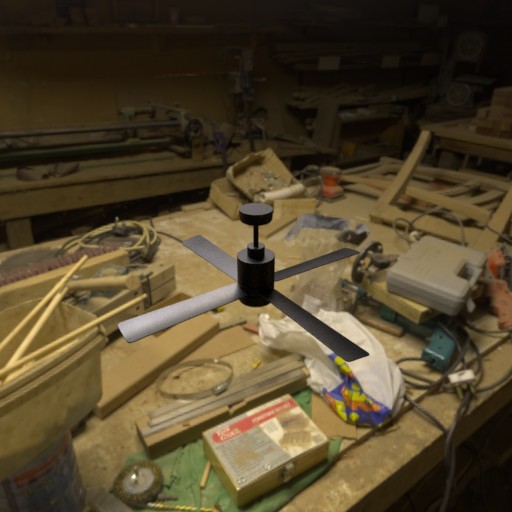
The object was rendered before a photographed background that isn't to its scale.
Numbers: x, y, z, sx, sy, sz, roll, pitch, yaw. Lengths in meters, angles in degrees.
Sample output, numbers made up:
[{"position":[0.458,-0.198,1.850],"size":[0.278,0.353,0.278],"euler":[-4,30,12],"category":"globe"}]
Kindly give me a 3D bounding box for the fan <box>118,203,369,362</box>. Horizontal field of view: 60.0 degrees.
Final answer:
[{"position":[0.000,0.000,2.364],"size":[1.525,0.534,1.525],"euler":[-17,31,-31],"category":"fan"}]
